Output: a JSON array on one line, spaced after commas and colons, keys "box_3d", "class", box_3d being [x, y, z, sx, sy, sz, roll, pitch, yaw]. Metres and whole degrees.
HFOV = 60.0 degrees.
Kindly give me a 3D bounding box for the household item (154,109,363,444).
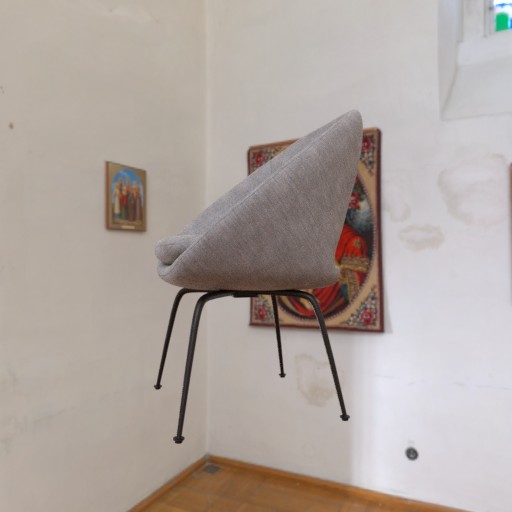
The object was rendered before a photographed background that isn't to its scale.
[{"box_3d": [0.000, 0.000, 1.333, 0.587, 0.869, 0.643, 0, 0, -19], "class": "household item"}]
